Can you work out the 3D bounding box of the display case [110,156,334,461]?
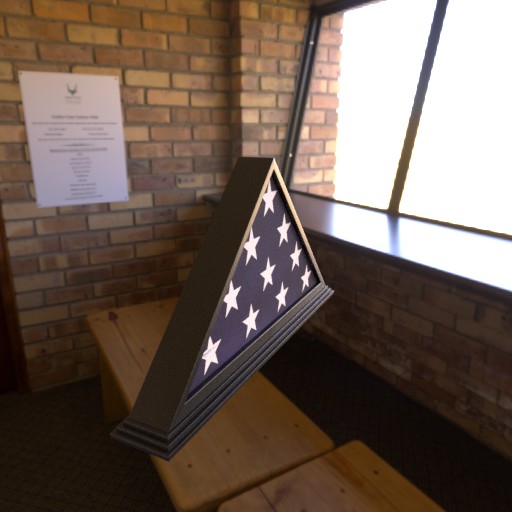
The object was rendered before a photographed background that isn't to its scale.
[{"bbox_3d":[0.000,0.000,0.781,0.095,0.340,0.640,8,18,26],"label":"display case"}]
